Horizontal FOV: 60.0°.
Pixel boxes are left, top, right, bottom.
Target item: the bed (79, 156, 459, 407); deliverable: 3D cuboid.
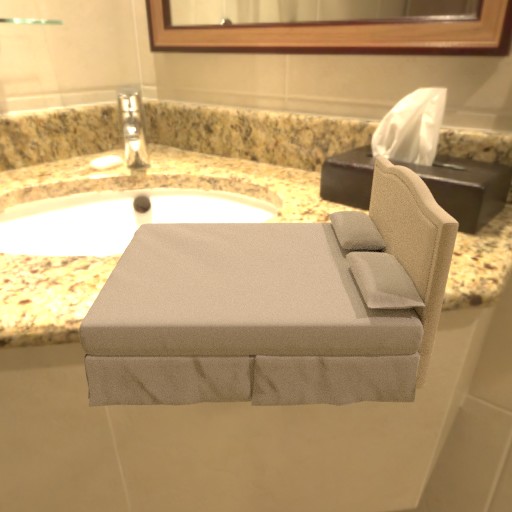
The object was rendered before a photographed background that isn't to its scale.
[{"bbox_3d":[0.000,0.000,3.718,2.477,1.437,1.977,0,26,0],"label":"bed"}]
